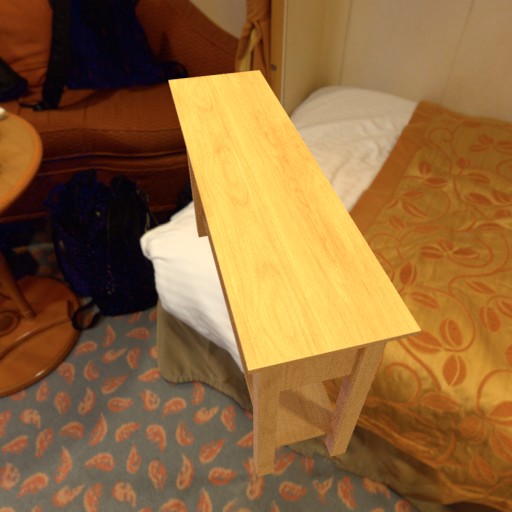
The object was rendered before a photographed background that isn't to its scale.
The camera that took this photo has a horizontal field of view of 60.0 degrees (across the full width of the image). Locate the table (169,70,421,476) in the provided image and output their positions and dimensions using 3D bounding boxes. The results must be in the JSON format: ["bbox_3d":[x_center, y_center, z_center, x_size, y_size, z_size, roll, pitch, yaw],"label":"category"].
[{"bbox_3d":[0.000,0.000,1.518,0.350,0.730,1.240,-11,47,-10],"label":"table"}]
